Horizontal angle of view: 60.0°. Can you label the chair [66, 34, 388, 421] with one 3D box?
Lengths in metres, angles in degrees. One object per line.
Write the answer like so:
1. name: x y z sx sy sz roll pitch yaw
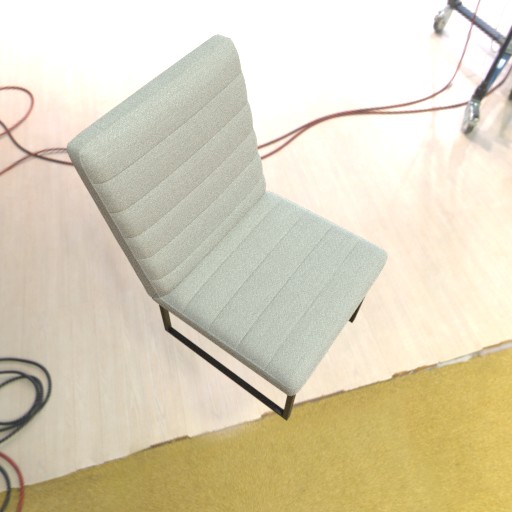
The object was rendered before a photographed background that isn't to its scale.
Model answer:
1. chair: 0.000 0.000 1.297 0.634 0.930 0.520 32 63 19
